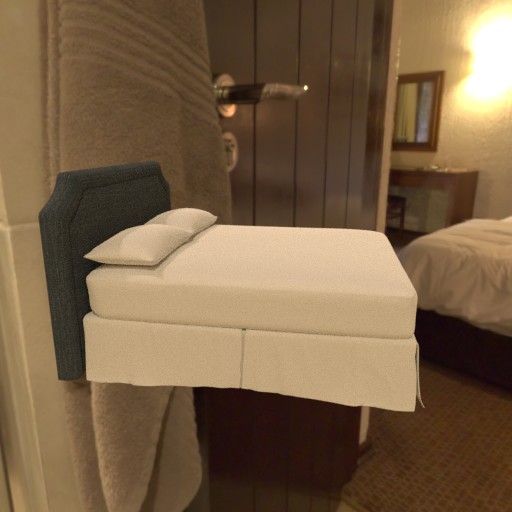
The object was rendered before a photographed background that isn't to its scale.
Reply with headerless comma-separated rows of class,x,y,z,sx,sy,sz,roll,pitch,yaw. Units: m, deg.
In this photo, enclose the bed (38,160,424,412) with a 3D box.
bed,0.000,0.000,3.275,2.208,1.297,1.828,3,15,9
